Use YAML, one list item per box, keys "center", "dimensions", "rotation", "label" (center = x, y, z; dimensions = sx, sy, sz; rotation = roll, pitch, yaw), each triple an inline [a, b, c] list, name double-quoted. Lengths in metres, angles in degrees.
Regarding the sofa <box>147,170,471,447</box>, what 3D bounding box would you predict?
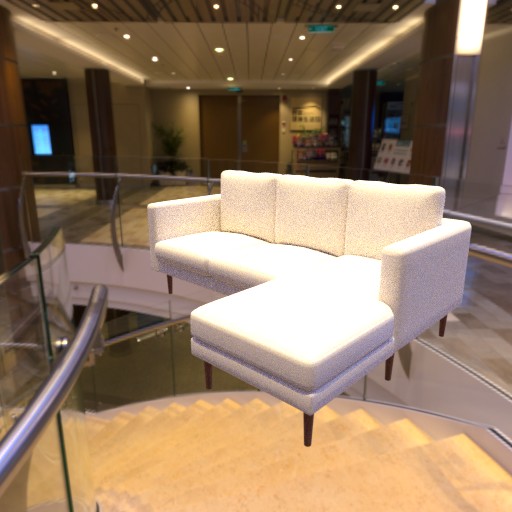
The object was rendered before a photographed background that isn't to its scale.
- center: [0.000, 0.000, 2.773]
  dimensions: [2.029, 0.899, 1.580]
  rotation: [14, 21, 41]
  label: "sofa"
